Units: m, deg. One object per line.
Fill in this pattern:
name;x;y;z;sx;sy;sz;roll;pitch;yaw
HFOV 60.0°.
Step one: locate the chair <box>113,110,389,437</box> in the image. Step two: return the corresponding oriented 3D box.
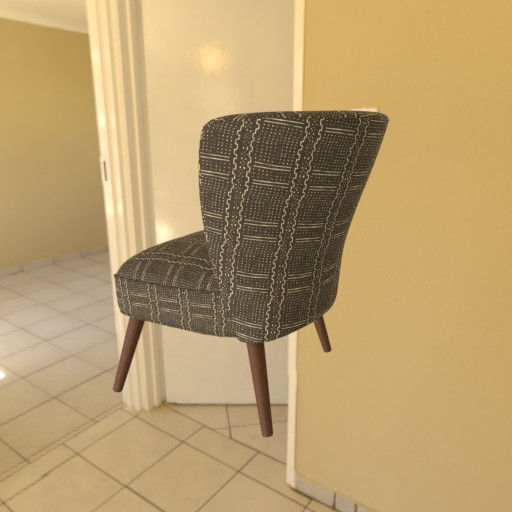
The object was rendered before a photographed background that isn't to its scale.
chair;0.000;0.000;1.417;0.758;0.866;0.710;8;18;25
